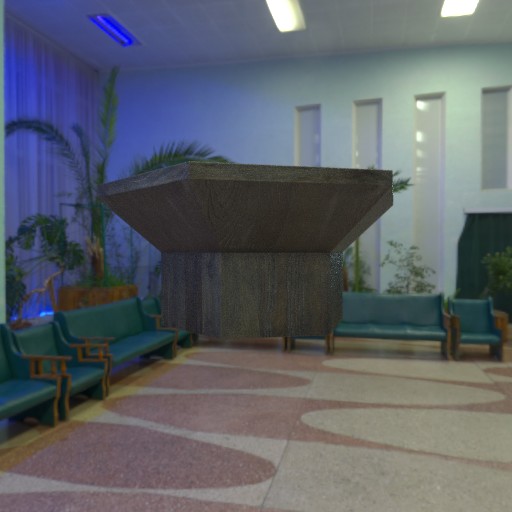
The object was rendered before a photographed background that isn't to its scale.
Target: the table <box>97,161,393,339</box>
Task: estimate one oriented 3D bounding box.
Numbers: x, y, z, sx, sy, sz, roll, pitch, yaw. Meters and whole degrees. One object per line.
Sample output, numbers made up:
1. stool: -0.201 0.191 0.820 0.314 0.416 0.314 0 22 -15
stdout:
1. table: 0.000 0.000 1.639 0.966 0.488 1.115 0 1 17
